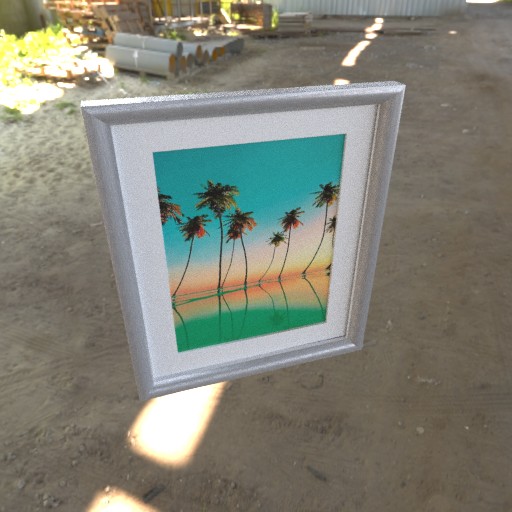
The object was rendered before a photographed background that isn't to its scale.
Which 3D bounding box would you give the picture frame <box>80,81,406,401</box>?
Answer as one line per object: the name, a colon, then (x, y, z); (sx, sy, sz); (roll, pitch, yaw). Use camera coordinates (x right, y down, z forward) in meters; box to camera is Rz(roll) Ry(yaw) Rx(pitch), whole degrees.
picture frame: (0.000, 0.000, 0.536); (0.327, 0.378, 0.027); (-9, 33, -15)
